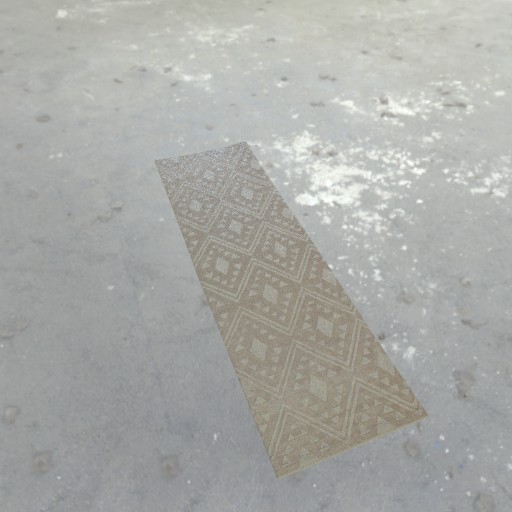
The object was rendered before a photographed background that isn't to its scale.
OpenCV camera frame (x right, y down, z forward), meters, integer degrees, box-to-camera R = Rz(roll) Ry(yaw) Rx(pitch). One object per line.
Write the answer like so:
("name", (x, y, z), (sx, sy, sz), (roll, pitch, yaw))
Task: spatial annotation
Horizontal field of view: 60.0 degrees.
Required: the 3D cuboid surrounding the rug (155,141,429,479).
("rug", (0.000, 0.000, 2.714), (0.752, 0.051, 2.452), (-15, 48, -14))
